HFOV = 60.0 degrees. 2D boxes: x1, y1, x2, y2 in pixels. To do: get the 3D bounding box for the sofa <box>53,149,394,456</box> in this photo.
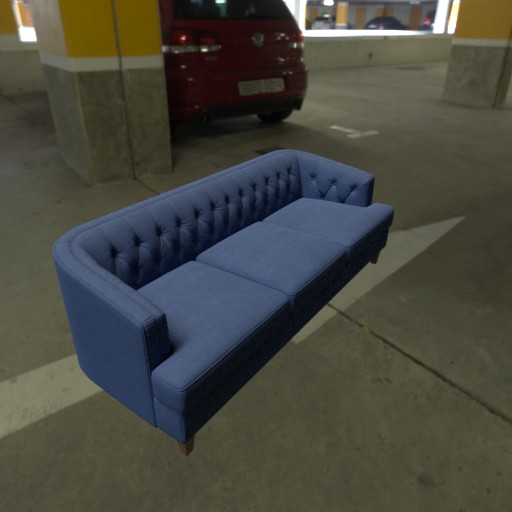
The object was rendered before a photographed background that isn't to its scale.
[{"bbox_3d":[0.000,0.000,2.676,0.914,0.787,2.235,18,33,31],"label":"sofa"}]
